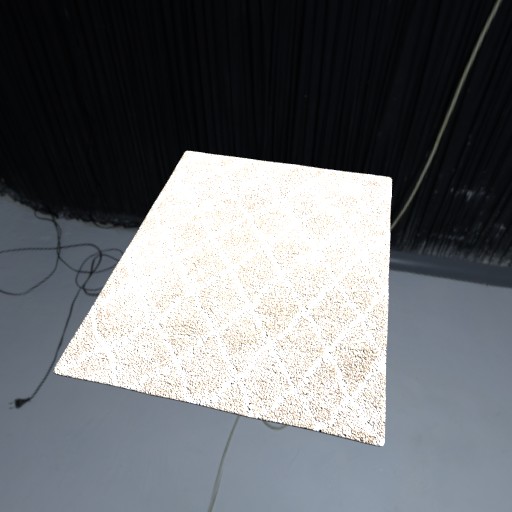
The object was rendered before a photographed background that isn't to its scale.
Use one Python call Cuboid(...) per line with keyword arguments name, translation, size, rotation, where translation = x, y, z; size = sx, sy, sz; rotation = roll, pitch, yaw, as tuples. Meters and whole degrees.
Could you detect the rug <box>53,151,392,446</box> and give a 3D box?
Cuboid(name="rug", translation=(0.000, 0.000, 4.150), size=(2.438, 0.029, 3.047), rotation=(9, 47, 9))
